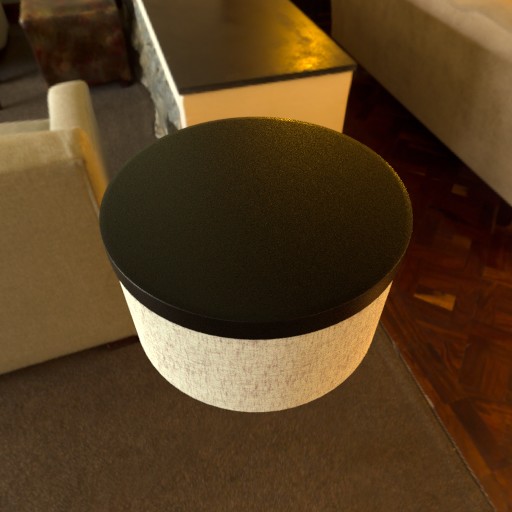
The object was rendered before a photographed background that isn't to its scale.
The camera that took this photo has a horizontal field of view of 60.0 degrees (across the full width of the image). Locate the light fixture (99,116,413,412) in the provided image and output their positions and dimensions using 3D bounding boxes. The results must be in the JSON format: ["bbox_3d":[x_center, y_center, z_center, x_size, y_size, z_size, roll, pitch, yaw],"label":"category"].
[{"bbox_3d":[0.000,0.000,0.647,0.389,0.229,0.389,0,47,0],"label":"light fixture"}]
